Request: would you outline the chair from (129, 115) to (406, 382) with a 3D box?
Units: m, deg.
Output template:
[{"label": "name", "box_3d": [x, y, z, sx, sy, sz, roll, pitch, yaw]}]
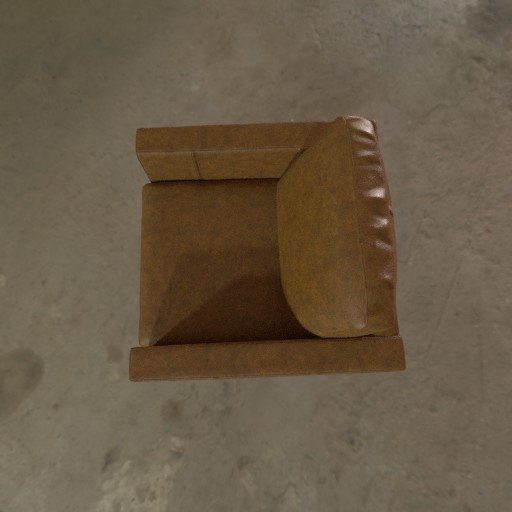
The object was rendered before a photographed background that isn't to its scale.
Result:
[{"label": "chair", "box_3d": [0.000, 0.000, 1.694, 0.909, 0.956, 0.890, -2, 76, -1]}]
